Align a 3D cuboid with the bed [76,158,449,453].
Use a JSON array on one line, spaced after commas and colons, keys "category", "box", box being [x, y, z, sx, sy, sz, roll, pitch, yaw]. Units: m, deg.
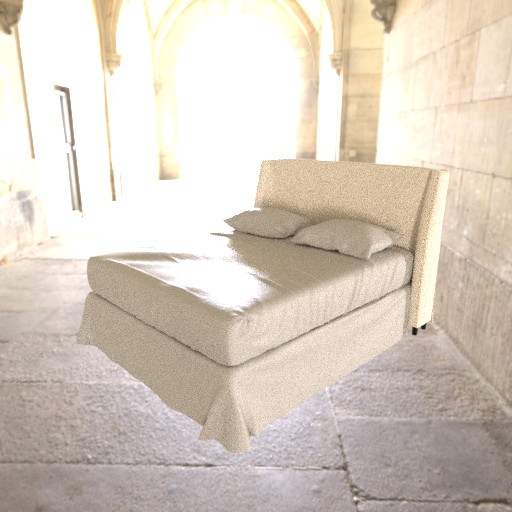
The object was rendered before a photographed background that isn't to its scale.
[{"category": "bed", "box": [0.000, 0.000, 3.426, 2.276, 1.332, 1.925, -15, 22, -42]}]
